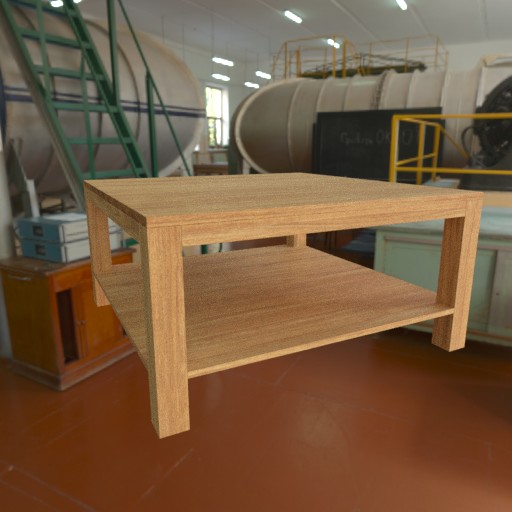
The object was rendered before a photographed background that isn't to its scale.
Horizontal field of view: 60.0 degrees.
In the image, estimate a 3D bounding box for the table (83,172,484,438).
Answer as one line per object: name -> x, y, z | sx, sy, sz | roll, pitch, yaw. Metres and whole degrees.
table -> 0.000, 0.000, 1.422 | 0.900, 0.450, 0.900 | -7, 16, -26
